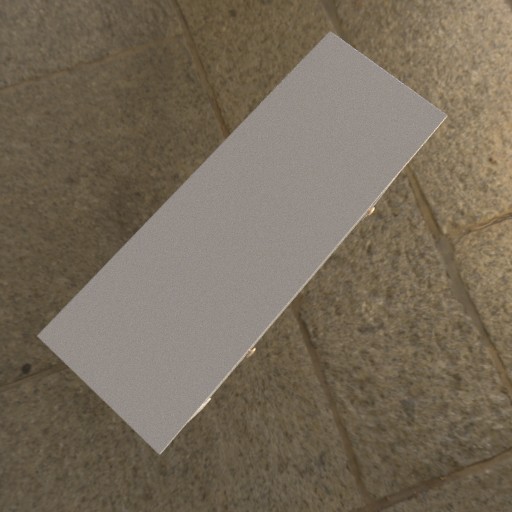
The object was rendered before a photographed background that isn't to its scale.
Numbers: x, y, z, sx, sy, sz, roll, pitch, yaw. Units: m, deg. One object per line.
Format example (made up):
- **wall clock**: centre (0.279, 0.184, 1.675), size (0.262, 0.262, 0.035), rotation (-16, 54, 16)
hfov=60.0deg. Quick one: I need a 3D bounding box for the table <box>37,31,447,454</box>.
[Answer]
- **table**: centre (0.000, 0.000, 1.437), size (0.397, 0.753, 1.068), rotation (40, 80, 9)
